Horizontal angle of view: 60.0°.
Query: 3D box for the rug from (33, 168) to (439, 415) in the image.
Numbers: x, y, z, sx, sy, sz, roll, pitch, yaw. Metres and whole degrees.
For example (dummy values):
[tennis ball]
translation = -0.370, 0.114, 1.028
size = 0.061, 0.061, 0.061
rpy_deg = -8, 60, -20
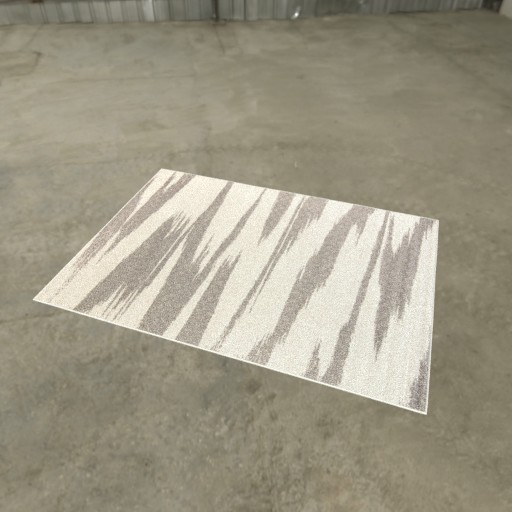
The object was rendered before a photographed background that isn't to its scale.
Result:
[rug]
translation = 0.000, 0.000, 2.777
size = 2.142, 0.010, 1.533
rpy_deg = 13, 43, 14
